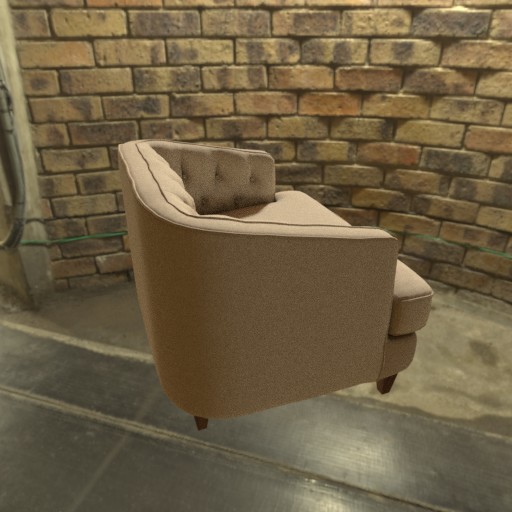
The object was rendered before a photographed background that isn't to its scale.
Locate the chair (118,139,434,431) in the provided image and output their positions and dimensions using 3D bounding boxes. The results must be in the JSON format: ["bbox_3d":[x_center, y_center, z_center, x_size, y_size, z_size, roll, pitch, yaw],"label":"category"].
[{"bbox_3d":[0.000,0.000,1.801,0.941,0.852,1.104,-10,30,-18],"label":"chair"}]
